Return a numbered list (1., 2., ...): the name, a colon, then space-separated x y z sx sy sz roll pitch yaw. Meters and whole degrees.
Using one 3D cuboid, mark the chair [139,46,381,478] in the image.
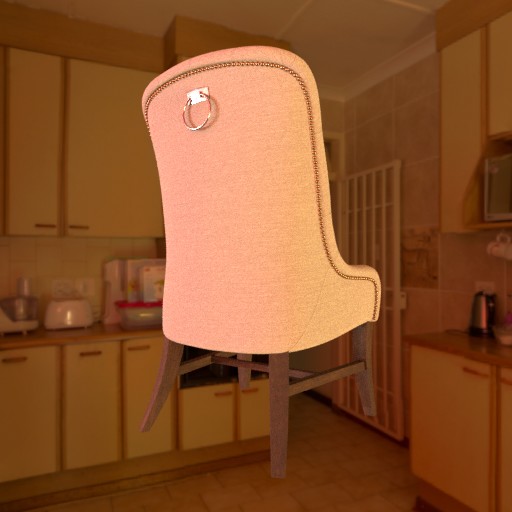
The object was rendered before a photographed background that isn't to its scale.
1. chair: 0.000 0.000 1.450 0.634 1.091 0.629 0 -1 36
